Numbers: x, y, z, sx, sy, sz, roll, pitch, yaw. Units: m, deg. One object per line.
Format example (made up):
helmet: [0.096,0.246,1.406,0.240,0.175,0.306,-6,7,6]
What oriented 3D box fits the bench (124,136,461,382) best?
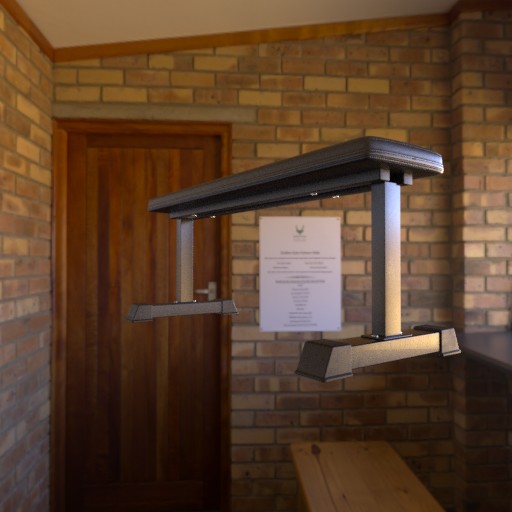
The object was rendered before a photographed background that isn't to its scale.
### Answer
bench: [0.000,0.000,1.311,0.439,0.453,1.072,1,-1,-36]
